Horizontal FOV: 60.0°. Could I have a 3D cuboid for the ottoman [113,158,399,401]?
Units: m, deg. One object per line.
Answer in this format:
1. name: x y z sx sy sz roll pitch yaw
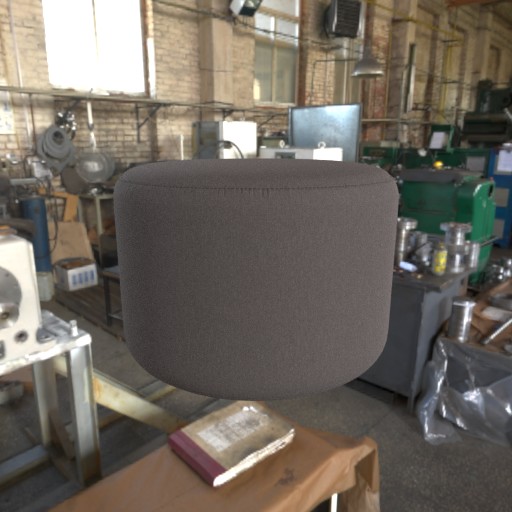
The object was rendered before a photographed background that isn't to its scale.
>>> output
1. ottoman: 0.000 0.000 1.024 0.608 0.433 0.608 0 14 0
